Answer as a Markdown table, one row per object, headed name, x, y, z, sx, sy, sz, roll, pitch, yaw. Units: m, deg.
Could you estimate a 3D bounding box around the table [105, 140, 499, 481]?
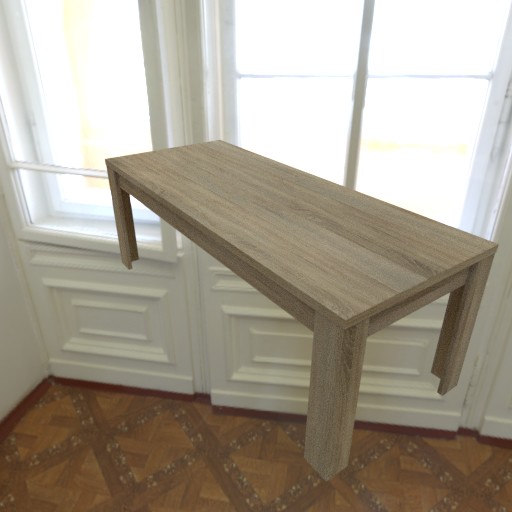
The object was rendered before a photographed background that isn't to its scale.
| name | x | y | z | sx | sy | sz | roll | pitch | yaw |
| --- | --- | --- | --- | --- | --- | --- | --- | --- | --- |
| table | 0.000 | 0.000 | 2.581 | 0.900 | 0.790 | 2.200 | -19 | 33 | -31 |
